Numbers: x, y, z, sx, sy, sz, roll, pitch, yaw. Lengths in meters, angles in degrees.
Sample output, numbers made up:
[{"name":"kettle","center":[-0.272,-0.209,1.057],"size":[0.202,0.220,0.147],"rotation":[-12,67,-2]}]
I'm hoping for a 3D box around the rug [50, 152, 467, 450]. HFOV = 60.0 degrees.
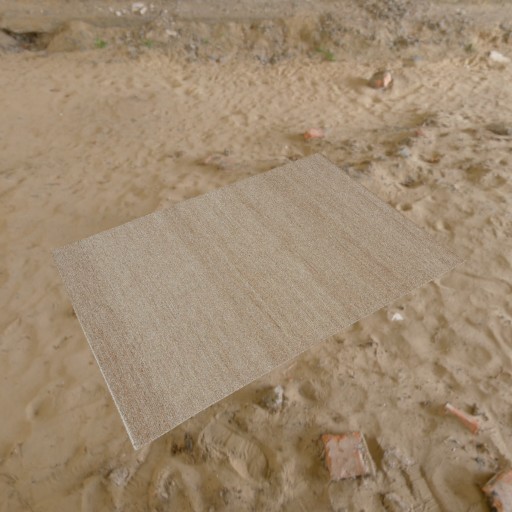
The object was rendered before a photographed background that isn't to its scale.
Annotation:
[{"name":"rug","center":[0.000,0.000,2.993],"size":[2.346,0.029,1.574],"rotation":[-24,50,-22]}]
